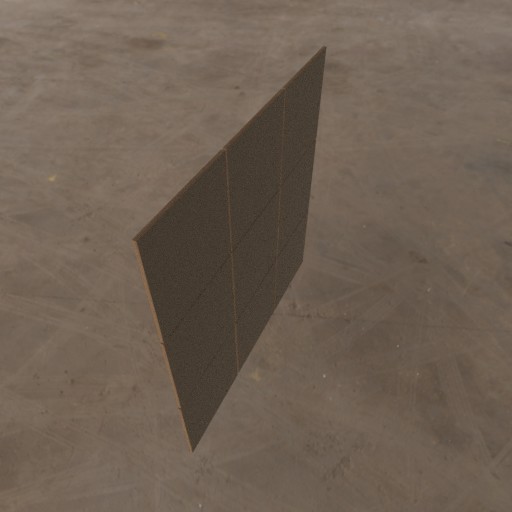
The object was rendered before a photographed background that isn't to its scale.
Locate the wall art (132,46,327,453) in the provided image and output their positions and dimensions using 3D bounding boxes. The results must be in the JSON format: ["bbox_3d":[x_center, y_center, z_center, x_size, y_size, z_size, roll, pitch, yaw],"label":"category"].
[{"bbox_3d":[0.000,0.000,1.781,0.013,1.216,1.216,19,49,18],"label":"wall art"}]
